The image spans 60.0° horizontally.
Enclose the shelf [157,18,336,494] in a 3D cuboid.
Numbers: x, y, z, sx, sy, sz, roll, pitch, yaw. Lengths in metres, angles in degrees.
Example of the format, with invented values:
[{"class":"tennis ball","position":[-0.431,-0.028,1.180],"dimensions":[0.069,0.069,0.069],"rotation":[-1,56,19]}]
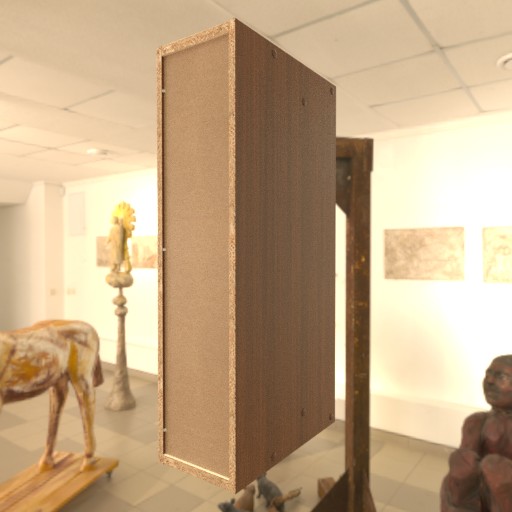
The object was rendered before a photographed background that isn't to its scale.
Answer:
[{"class":"shelf","position":[0.000,0.000,0.717],"dimensions":[0.147,0.600,0.290],"rotation":[1,1,36]}]
